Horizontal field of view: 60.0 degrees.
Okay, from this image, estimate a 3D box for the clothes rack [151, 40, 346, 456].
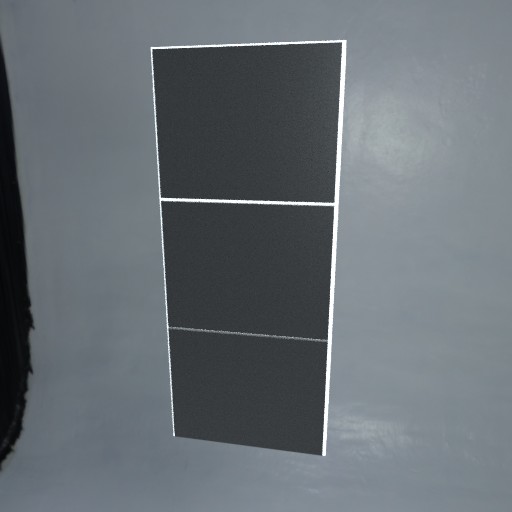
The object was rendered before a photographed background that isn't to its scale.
[{"bbox_3d":[0.000,0.000,1.415,0.500,1.187,0.330,3,16,10],"label":"clothes rack"}]
